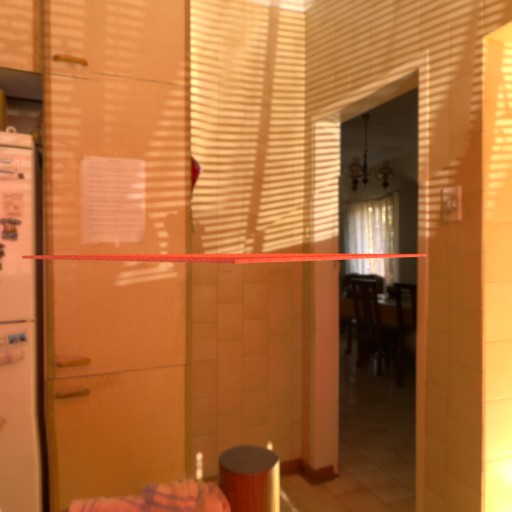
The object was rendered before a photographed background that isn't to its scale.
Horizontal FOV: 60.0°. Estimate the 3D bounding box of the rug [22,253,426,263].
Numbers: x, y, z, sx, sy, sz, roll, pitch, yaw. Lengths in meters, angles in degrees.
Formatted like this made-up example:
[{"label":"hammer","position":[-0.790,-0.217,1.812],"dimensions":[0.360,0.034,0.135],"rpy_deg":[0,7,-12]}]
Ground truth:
[{"label":"rug","position":[0.000,0.000,2.323],"dimensions":[1.219,0.014,1.829],"rpy_deg":[1,1,37]}]
